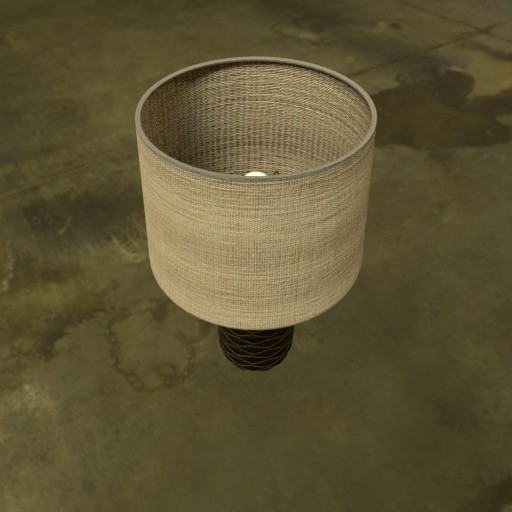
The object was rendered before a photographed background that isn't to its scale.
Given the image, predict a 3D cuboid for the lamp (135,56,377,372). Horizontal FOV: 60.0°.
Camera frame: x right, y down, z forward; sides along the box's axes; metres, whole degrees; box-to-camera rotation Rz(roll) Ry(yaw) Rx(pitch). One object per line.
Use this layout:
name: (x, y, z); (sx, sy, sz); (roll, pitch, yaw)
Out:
lamp: (0.000, 0.000, 0.820); (0.376, 0.594, 0.376); (0, 47, 0)
